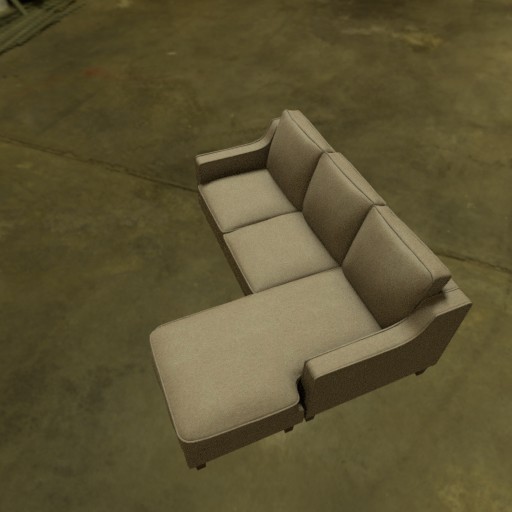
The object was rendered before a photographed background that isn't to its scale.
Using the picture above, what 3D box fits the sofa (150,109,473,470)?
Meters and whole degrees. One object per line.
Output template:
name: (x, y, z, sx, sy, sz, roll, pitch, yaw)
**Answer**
sofa: (0.000, 0.000, 3.308, 1.858, 1.081, 2.317, -17, 50, -15)
